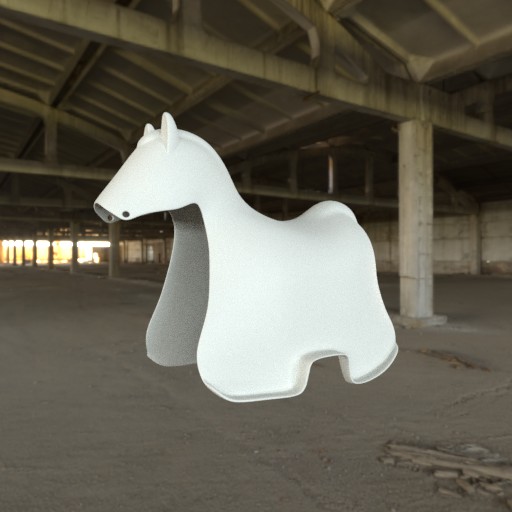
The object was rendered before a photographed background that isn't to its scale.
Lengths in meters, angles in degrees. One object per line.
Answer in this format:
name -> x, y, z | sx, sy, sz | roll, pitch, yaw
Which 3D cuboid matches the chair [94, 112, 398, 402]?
chair -> 0.000, 0.000, 1.136 | 0.800, 0.612, 0.429 | 0, 0, -35
